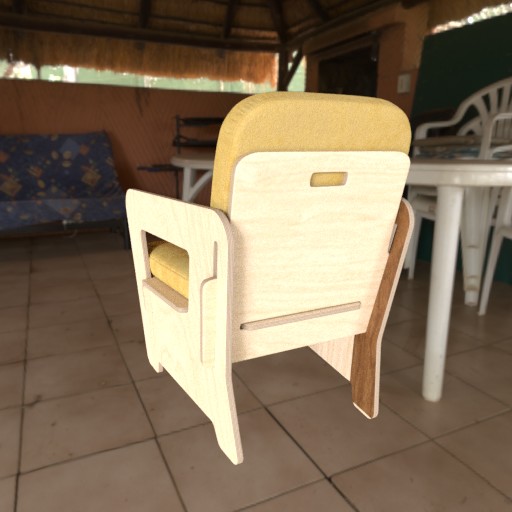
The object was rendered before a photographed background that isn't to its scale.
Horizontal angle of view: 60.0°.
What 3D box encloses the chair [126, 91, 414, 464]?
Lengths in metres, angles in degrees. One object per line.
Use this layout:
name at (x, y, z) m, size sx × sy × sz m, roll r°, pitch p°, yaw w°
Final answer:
chair at (0.000, 0.000, 1.248) m, size 0.590 × 0.800 × 0.710 m, roll -7°, pitch 15°, yaw -26°
